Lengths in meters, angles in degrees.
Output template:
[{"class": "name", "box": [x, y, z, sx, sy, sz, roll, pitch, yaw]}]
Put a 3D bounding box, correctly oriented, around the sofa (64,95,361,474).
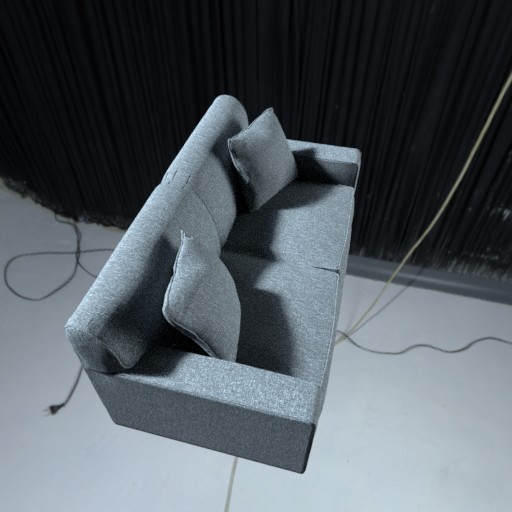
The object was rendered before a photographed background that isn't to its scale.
[{"class": "sofa", "box": [0.000, 0.000, 2.414, 0.998, 0.958, 1.846, 11, 47, 10]}]
